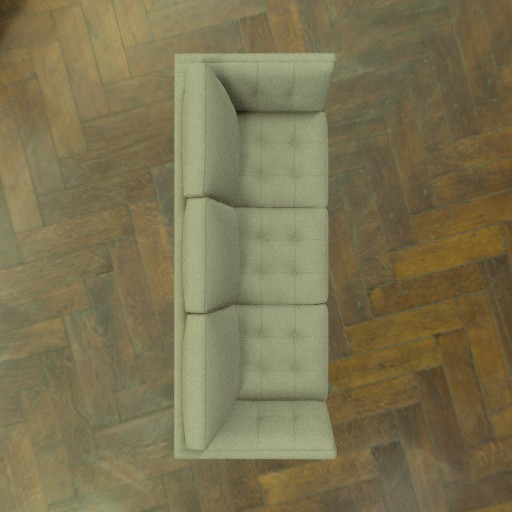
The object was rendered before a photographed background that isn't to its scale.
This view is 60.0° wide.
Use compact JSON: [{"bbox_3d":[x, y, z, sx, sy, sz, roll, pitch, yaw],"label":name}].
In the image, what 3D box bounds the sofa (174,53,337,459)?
[{"bbox_3d":[0.000,0.000,2.898,0.965,0.940,2.388,0,90,0],"label":"sofa"}]
